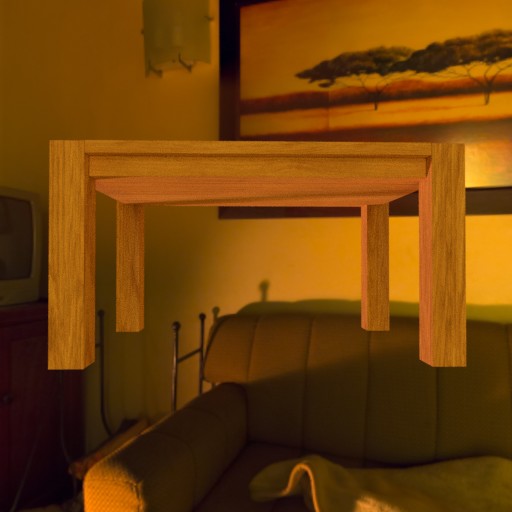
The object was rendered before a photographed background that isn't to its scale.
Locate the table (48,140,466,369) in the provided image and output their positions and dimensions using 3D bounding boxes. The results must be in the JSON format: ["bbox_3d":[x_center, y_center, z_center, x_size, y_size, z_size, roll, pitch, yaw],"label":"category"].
[{"bbox_3d":[0.000,0.000,1.934,1.400,0.760,0.900,0,-1,-2],"label":"table"}]
